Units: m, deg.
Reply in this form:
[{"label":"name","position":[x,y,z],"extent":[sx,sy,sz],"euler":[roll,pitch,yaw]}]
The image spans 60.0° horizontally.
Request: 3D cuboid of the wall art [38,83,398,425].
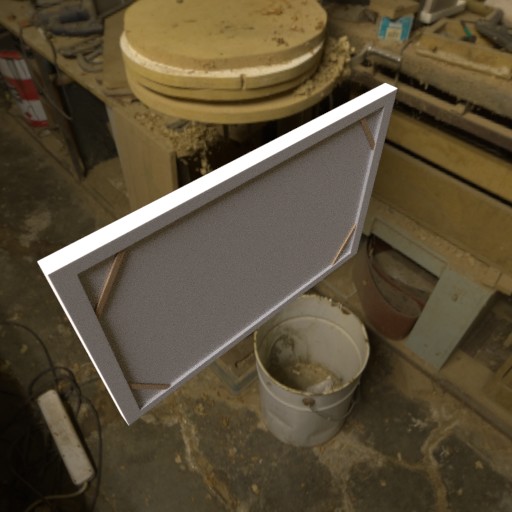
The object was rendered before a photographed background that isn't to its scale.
[{"label":"wall art","position":[0.000,0.000,1.138],"extent":[0.914,0.609,0.038],"euler":[-33,56,-27]}]
